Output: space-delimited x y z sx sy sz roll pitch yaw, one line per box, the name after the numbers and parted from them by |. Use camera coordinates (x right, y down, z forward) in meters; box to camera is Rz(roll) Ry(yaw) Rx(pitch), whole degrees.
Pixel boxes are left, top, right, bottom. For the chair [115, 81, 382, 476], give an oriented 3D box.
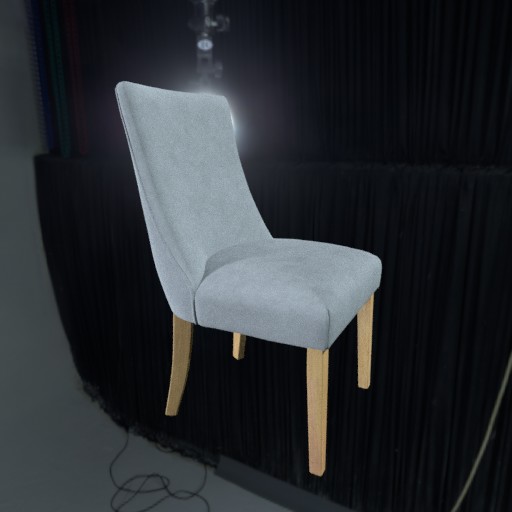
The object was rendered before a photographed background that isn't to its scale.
0.000 0.000 1.243 0.610 0.902 0.495 8 17 27 | chair
